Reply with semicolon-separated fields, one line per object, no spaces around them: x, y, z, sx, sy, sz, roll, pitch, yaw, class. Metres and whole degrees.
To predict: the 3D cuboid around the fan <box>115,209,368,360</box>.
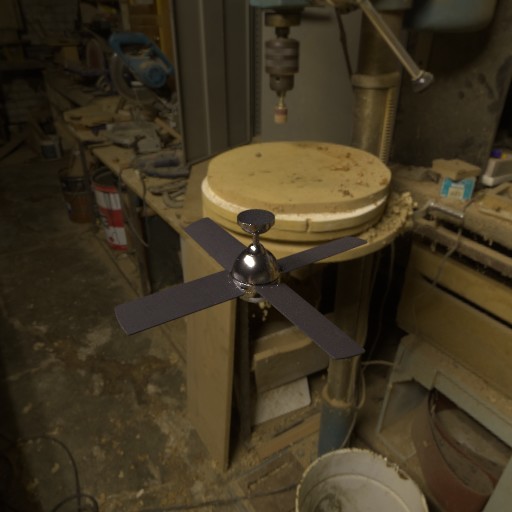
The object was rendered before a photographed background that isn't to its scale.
0.000;0.000;2.067;1.332;0.403;1.332;-18;35;-28;fan
